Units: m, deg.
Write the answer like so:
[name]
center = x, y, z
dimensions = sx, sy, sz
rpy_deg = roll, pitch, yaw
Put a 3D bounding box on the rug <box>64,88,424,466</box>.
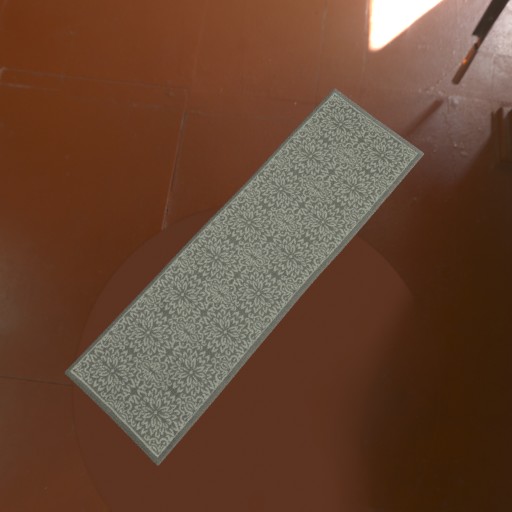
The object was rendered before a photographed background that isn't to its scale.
[rug]
center = 0.000, 0.000, 2.397
dimensions = 0.662, 0.011, 2.196
rpy_deg = 40, 79, 10
